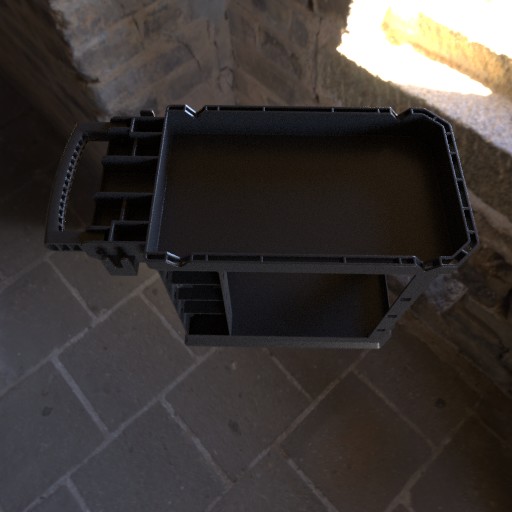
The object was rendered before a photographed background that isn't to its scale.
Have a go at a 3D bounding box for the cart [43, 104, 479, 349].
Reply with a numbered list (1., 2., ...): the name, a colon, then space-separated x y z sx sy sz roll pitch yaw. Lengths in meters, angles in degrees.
1. cart: 0.000 0.000 1.525 1.061 0.884 0.497 1 63 0
